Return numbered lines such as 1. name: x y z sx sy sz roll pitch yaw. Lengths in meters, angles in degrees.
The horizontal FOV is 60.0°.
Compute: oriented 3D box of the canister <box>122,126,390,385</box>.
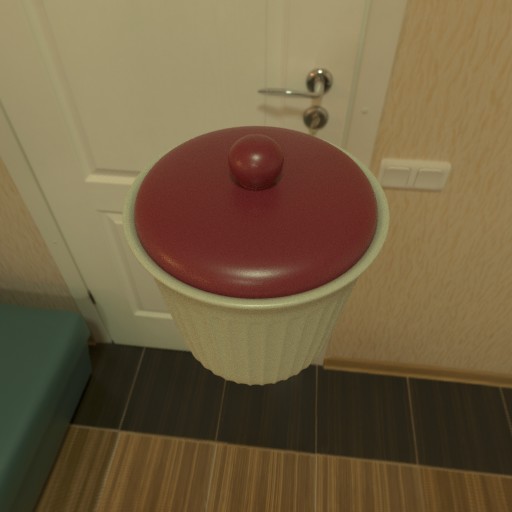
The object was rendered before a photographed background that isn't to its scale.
1. canister: 0.000 0.000 0.349 0.181 0.211 0.181 0 48 0
